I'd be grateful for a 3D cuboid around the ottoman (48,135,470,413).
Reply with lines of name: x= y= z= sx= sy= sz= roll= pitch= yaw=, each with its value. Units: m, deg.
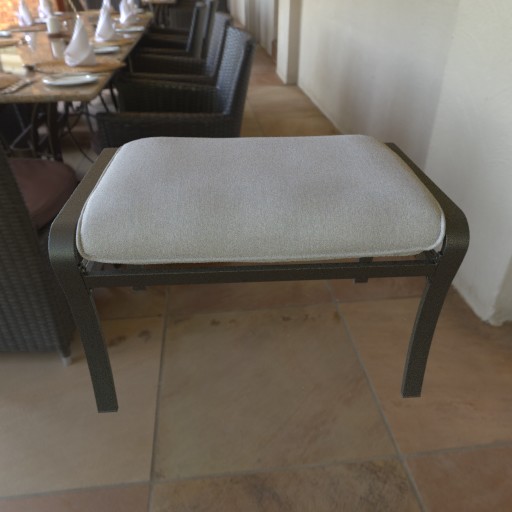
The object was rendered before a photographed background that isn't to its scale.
ottoman: x=0.000 y=0.000 z=0.886 sx=0.610 sy=0.422 sz=0.406 roll=-2 pitch=32 yaw=-3
